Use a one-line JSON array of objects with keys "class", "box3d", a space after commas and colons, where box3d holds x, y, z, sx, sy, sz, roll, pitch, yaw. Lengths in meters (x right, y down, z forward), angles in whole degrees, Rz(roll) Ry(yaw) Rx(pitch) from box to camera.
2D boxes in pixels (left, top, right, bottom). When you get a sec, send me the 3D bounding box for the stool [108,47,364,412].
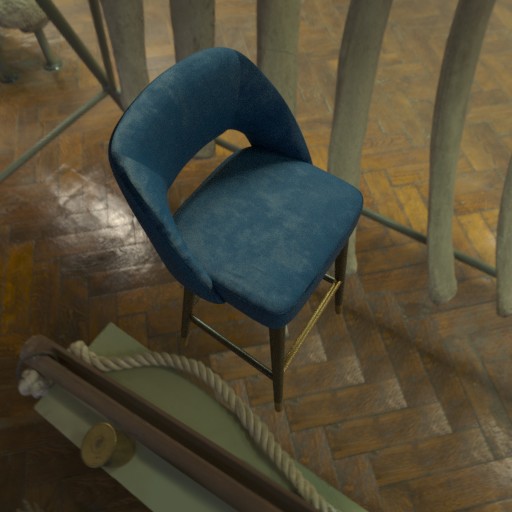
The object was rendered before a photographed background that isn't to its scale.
[{"class": "stool", "box3d": [0.000, 0.000, 1.291, 0.515, 1.016, 0.514, 30, 63, 17]}]
